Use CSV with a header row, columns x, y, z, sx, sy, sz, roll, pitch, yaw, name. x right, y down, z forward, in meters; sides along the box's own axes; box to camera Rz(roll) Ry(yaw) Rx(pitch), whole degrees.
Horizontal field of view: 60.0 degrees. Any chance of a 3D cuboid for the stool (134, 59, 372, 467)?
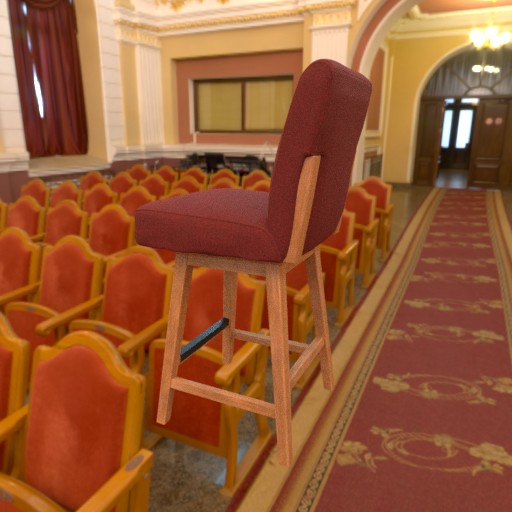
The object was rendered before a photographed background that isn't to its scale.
x,y,z,sx,sy,sz,roll,pitch,yaw,name
0.000,0.000,1.348,0.562,1.038,0.468,7,17,25,stool
